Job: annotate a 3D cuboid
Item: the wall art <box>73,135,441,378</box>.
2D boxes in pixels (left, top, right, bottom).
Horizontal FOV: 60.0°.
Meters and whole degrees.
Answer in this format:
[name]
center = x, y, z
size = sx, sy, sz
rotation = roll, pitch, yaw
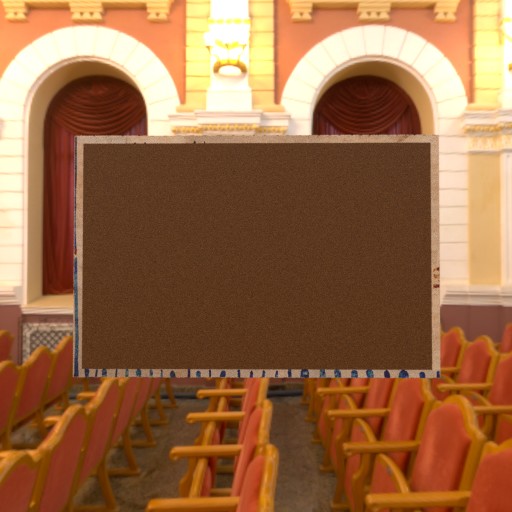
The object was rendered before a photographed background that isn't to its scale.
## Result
[wall art]
center = 0.000, 0.000, 1.127
size = 0.919, 0.609, 0.030
rotation = 0, -1, 1
